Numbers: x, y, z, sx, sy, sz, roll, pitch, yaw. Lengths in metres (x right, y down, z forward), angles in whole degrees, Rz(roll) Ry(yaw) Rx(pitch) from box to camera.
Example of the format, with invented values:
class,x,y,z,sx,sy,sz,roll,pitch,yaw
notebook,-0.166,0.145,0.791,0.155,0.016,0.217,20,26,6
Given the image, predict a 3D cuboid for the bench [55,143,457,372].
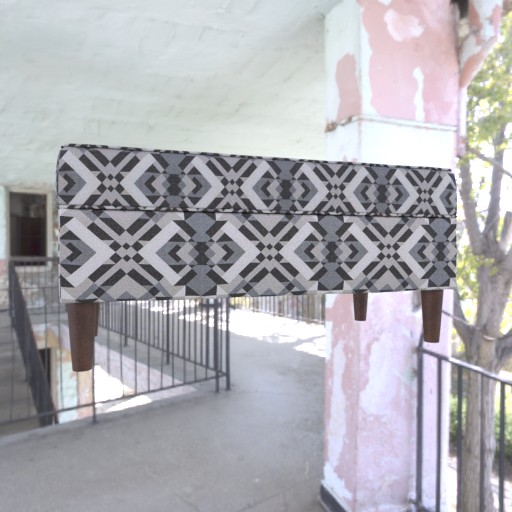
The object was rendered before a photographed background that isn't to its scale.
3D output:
class,x,y,z,sx,sy,sz,roll,pitch,yaw
bench,0.000,0.000,1.274,1.016,0.477,0.492,0,1,-18
